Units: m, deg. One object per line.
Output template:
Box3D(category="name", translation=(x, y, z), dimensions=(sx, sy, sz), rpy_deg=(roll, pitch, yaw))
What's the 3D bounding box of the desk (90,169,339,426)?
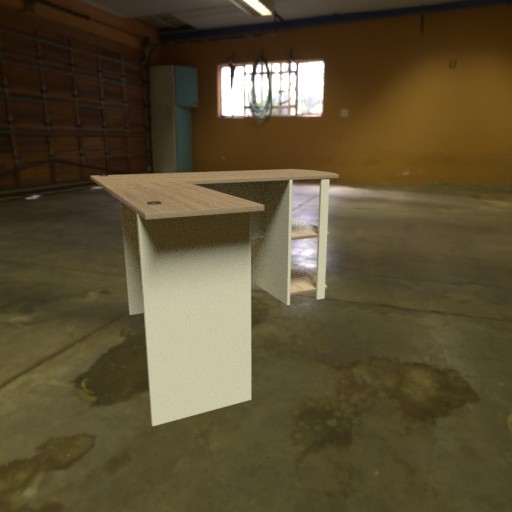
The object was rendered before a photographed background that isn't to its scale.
Box3D(category="desk", translation=(0.000, 0.000, 2.127), dimensions=(1.303, 0.716, 1.361), rpy_deg=(-7, 16, -25))
